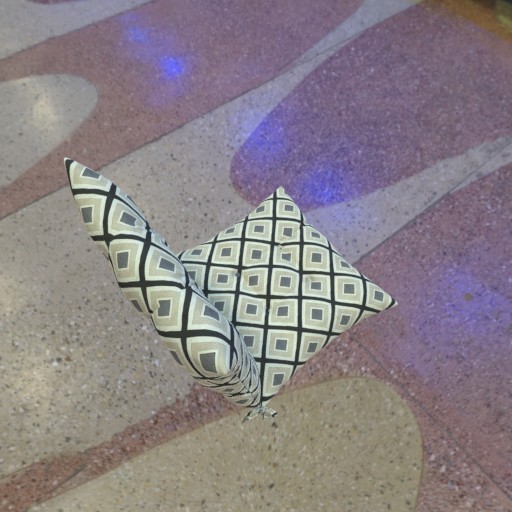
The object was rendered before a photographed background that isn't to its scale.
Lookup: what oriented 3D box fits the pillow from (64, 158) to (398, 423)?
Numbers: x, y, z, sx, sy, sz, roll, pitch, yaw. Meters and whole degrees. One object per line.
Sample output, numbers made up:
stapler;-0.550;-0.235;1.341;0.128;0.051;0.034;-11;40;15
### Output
pillow;0.000;0.000;1.010;0.585;0.536;0.541;-33;65;-18
